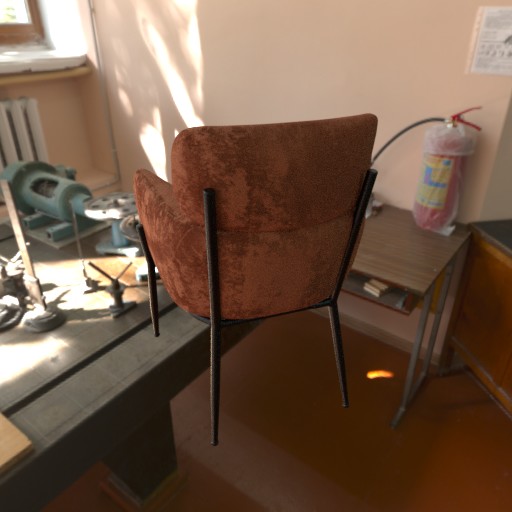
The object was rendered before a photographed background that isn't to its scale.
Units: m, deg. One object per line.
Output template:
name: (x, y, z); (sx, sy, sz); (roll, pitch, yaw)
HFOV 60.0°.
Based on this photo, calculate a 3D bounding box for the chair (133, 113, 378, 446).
chair: (0.000, 0.000, 1.146); (0.561, 0.772, 0.523); (-9, 30, -17)
